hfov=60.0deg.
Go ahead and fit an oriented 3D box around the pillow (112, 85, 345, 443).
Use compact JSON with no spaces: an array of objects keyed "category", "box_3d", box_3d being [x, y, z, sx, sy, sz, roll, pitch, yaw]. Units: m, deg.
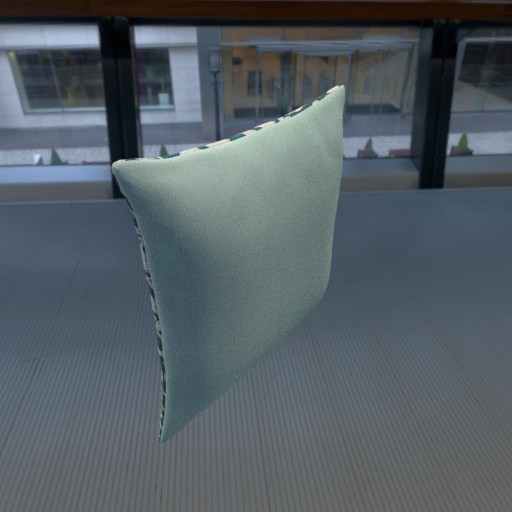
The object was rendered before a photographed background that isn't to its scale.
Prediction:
[{"category":"pillow","box_3d":[0.000,0.000,0.798,0.166,0.508,0.525,23,39,31]}]
